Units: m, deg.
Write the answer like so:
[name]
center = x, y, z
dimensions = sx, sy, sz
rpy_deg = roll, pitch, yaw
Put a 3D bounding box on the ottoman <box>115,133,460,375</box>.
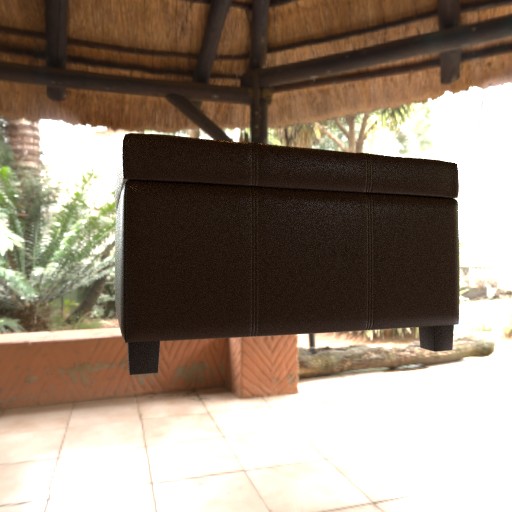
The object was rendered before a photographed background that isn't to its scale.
[ottoman]
center = 0.000, 0.000, 1.298
dimensions = 0.788, 0.460, 0.787
rpy_deg = 0, -1, -18
